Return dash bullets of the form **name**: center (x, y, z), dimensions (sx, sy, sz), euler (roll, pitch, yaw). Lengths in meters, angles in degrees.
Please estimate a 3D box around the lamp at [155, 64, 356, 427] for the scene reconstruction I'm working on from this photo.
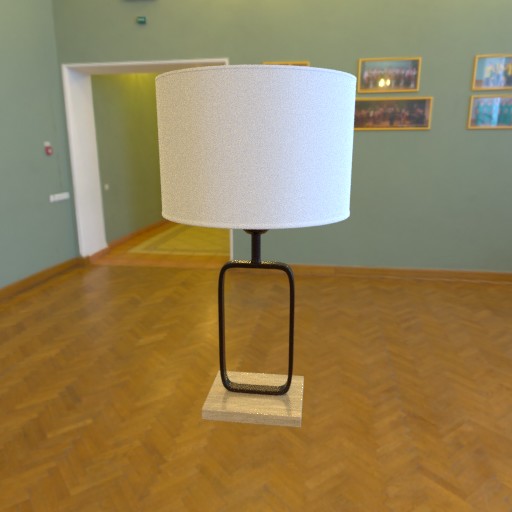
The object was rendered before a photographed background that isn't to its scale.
- **lamp**: center (0.000, 0.000, 0.689), dimensions (0.279, 0.508, 0.279), euler (2, 14, 8)
